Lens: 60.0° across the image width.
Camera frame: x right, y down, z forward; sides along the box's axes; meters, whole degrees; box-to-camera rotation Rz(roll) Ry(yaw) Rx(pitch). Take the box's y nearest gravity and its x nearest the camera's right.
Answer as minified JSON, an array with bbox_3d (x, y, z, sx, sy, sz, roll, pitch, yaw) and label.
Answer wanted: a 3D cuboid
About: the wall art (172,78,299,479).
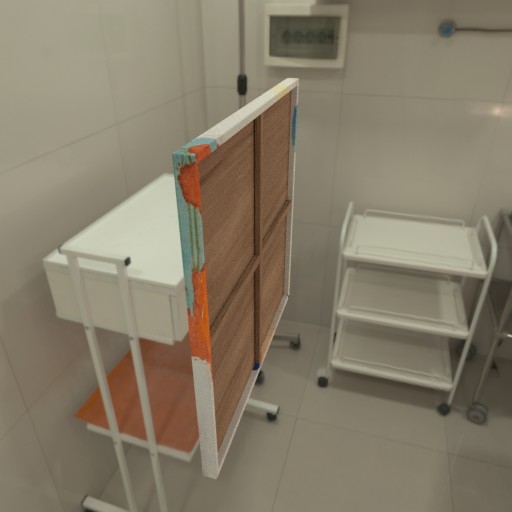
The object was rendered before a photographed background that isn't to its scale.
[{"bbox_3d":[0.000,0.000,1.229,0.037,0.814,0.814,8,31,14],"label":"wall art"}]
